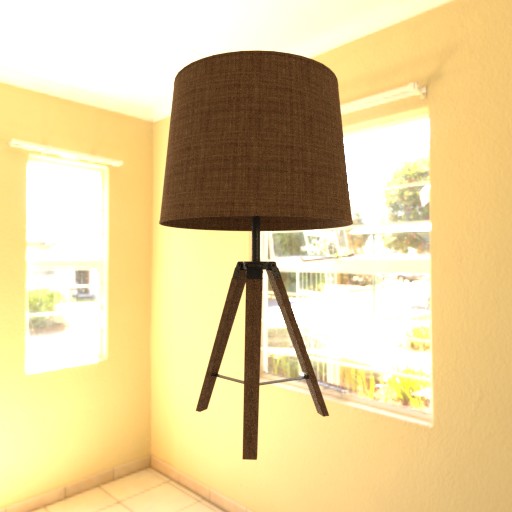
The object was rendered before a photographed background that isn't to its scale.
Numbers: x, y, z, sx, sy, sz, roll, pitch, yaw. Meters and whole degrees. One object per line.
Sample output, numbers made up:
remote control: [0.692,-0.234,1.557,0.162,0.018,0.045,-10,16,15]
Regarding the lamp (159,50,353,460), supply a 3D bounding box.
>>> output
lamp: [0.000,0.000,0.678,0.290,0.514,0.290,0,-1,0]
